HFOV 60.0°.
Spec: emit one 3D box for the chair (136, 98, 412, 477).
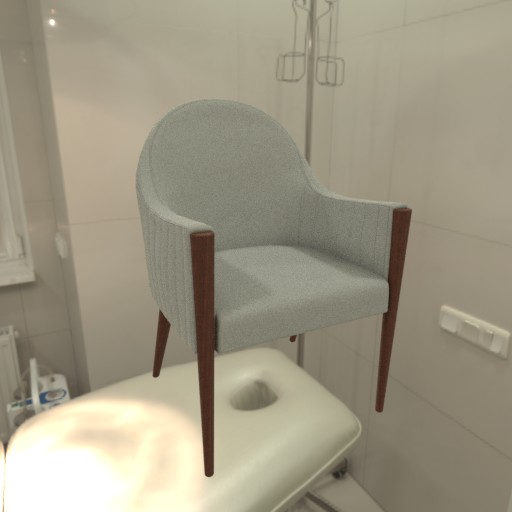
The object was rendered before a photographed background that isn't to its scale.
[{"bbox_3d":[0.000,0.000,1.295,0.610,0.889,0.620,-9,19,-26],"label":"chair"}]
